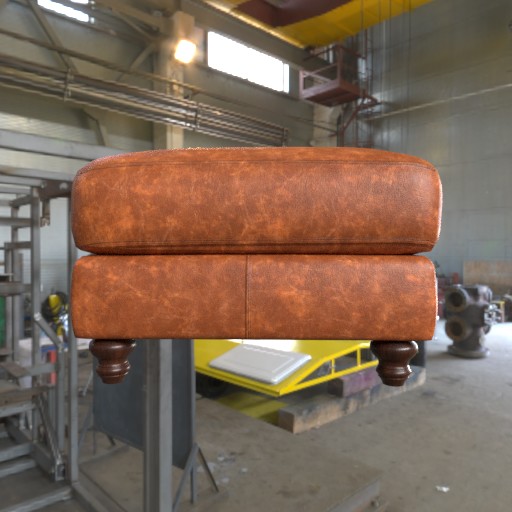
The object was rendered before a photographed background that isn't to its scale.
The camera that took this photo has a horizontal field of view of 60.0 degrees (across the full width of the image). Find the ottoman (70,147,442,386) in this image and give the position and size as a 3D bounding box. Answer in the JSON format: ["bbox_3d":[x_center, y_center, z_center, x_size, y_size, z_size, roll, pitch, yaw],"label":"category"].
[{"bbox_3d":[0.000,0.000,1.241,0.832,0.562,0.657,0,1,2],"label":"ottoman"}]
